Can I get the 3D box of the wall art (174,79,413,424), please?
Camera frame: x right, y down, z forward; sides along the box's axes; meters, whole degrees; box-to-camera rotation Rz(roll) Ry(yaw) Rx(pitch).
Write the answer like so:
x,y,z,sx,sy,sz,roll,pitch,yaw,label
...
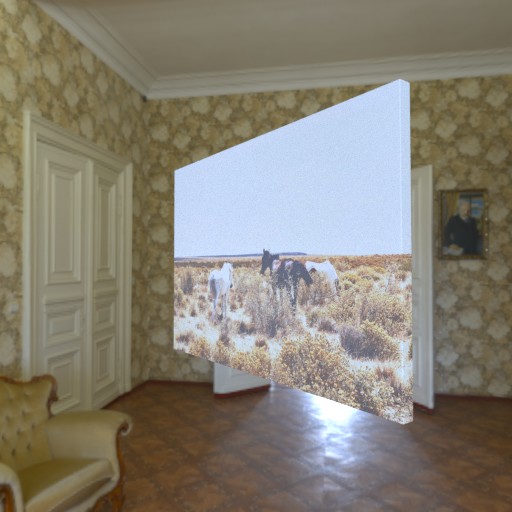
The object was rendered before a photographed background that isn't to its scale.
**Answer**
x,y,z,sx,sy,sz,roll,pitch,yaw,label
0.000,0.000,1.930,0.051,1.016,1.520,1,-2,-36,wall art
